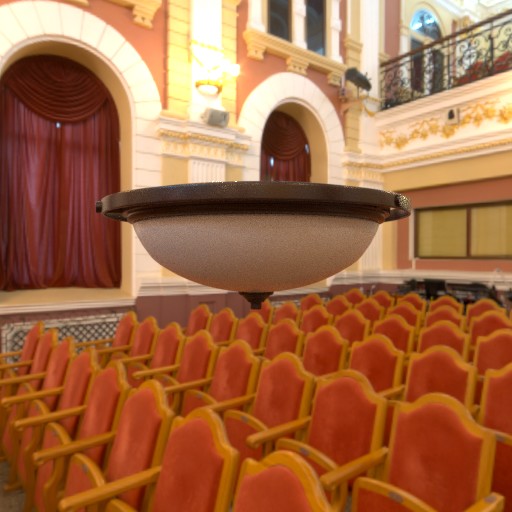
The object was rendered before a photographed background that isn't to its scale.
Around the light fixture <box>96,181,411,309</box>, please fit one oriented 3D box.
[{"bbox_3d":[0.000,0.000,0.546,0.361,0.130,0.361,0,0,0],"label":"light fixture"}]
